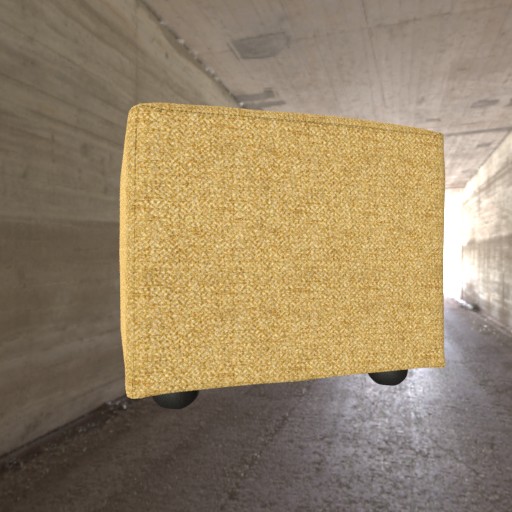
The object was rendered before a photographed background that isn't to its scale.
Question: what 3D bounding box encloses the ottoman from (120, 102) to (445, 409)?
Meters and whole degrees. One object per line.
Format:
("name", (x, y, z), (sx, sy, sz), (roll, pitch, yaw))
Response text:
("ottoman", (0.000, 0.000, 0.870), (0.505, 0.441, 0.512), (0, 1, -18))
